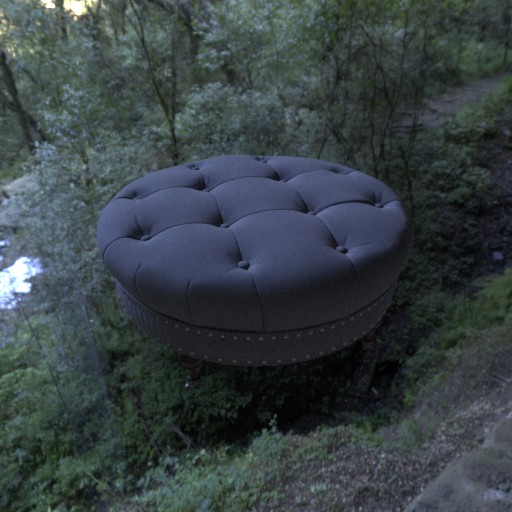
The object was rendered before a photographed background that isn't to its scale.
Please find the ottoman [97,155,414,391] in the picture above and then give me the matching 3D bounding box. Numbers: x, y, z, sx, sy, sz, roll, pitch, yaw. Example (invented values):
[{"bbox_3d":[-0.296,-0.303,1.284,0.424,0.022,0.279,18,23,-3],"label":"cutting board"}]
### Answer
[{"bbox_3d":[0.000,0.000,1.387,0.901,0.439,0.901,0,32,0],"label":"ottoman"}]
